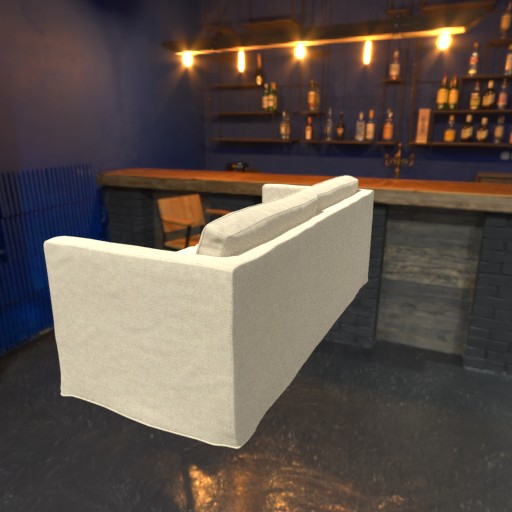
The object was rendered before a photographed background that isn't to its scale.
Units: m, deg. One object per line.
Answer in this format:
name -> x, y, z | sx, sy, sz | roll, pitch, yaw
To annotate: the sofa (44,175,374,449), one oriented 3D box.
sofa -> 0.000, 0.000, 2.732 | 0.962, 0.853, 2.312 | 8, 18, 25
